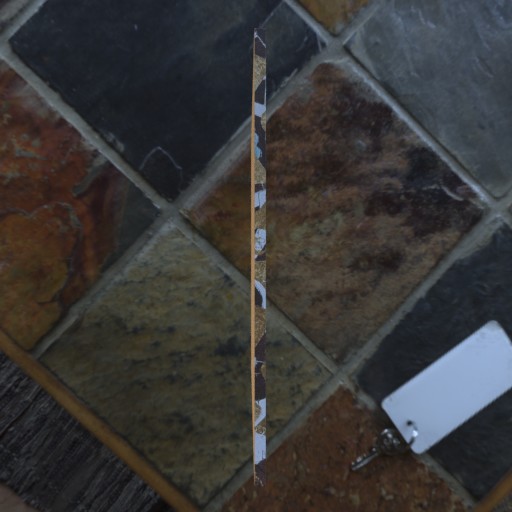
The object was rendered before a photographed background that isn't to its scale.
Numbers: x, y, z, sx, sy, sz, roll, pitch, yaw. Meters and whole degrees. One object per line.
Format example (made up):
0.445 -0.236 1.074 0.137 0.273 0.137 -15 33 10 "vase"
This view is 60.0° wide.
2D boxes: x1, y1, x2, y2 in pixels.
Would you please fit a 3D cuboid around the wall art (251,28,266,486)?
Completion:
0.000 0.000 0.593 0.010 0.406 0.404 0 91 -1 "wall art"
